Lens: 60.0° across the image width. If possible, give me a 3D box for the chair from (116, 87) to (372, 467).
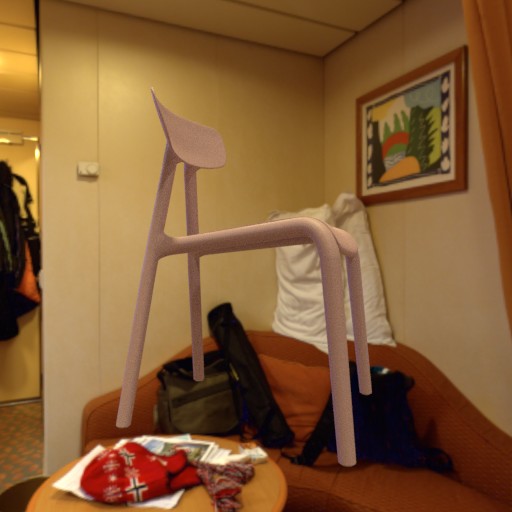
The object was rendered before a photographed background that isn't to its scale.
[{"bbox_3d":[0.000,0.000,0.834,0.401,0.580,0.356,0,0,18],"label":"chair"}]
